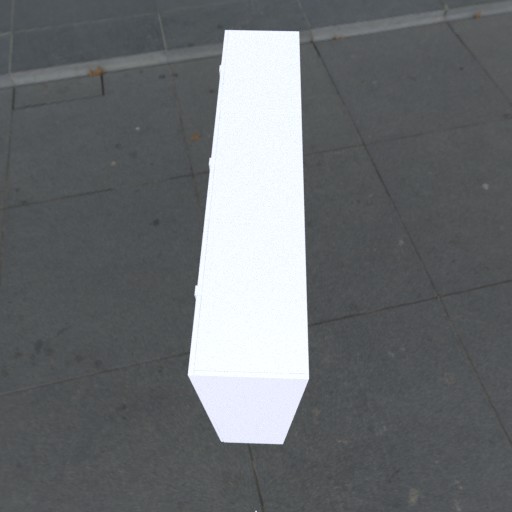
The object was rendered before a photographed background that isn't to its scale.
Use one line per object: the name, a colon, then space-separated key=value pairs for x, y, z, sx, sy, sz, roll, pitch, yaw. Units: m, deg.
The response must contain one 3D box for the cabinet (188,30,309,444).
cabinet: x=0.000 y=0.000 z=3.817 sx=0.590 sy=2.370 sz=2.700 roll=2 pitch=60 yaw=1
